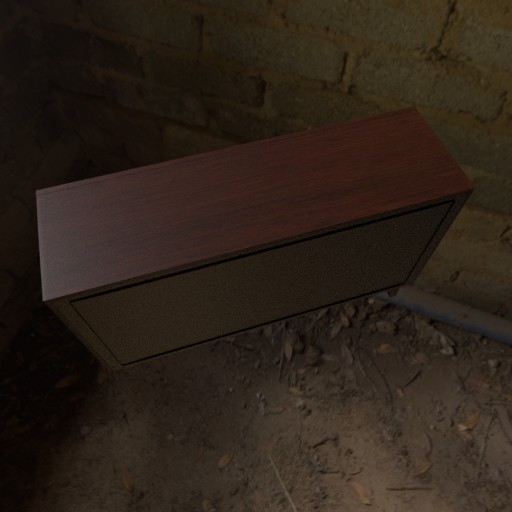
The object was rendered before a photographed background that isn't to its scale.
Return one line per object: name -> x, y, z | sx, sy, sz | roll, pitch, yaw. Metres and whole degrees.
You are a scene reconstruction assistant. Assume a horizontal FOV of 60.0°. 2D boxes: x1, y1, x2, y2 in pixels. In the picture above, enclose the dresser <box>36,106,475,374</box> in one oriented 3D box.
dresser -> 0.000, 0.000, 2.109 | 1.609, 0.971, 0.499 | -15, 60, -9
